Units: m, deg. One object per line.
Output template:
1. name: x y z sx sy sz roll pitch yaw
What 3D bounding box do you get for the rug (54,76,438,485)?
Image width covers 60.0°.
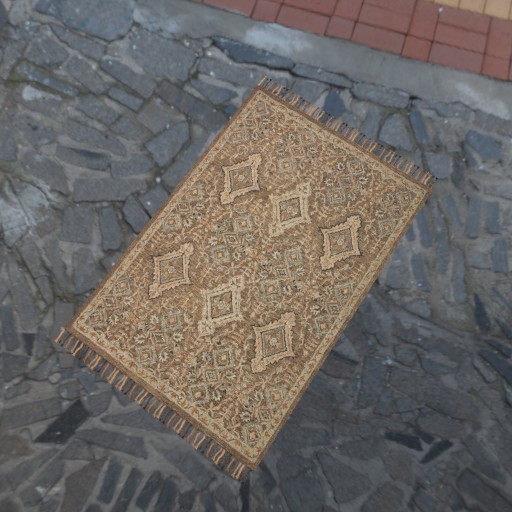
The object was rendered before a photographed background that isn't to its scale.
1. rug: 0.000 0.000 3.033 1.516 0.010 2.434 34 78 8
